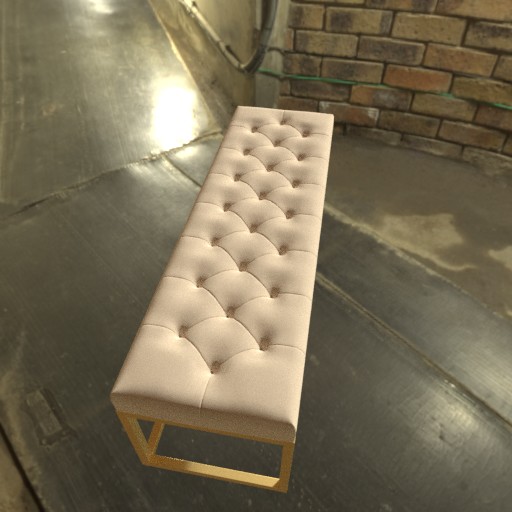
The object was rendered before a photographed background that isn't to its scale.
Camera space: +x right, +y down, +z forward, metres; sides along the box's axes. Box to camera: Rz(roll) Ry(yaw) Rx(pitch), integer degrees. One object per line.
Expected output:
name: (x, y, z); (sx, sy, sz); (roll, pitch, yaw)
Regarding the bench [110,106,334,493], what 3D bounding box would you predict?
bench: (0.000, 0.000, 1.695); (0.457, 0.484, 1.473); (7, 46, 7)
